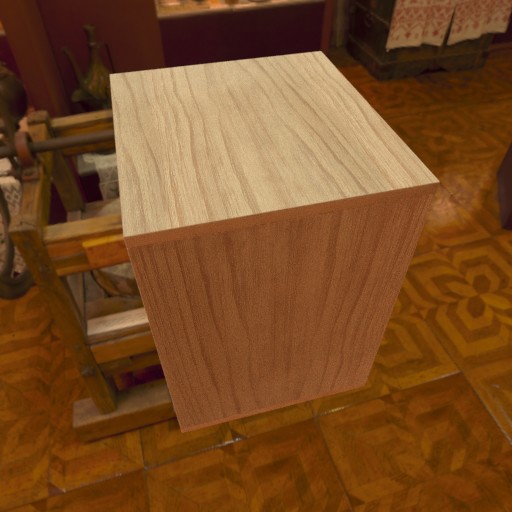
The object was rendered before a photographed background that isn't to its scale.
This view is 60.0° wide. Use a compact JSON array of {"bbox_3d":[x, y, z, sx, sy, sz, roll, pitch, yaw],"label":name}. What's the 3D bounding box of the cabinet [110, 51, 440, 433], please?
[{"bbox_3d":[0.000,0.000,0.853,0.401,0.579,0.409,-11,47,-10],"label":"cabinet"}]
